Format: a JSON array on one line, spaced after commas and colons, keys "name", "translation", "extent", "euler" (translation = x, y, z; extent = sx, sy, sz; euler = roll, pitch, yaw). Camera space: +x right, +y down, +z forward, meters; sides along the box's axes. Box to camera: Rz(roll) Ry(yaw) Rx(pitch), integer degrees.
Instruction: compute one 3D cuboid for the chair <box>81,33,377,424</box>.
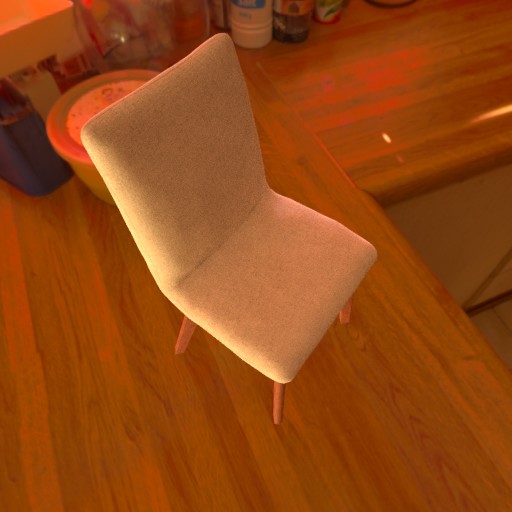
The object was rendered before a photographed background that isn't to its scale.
[{"name": "chair", "translation": [0.000, 0.000, 1.274], "extent": [0.563, 0.974, 0.522], "euler": [31, 62, 19]}]
